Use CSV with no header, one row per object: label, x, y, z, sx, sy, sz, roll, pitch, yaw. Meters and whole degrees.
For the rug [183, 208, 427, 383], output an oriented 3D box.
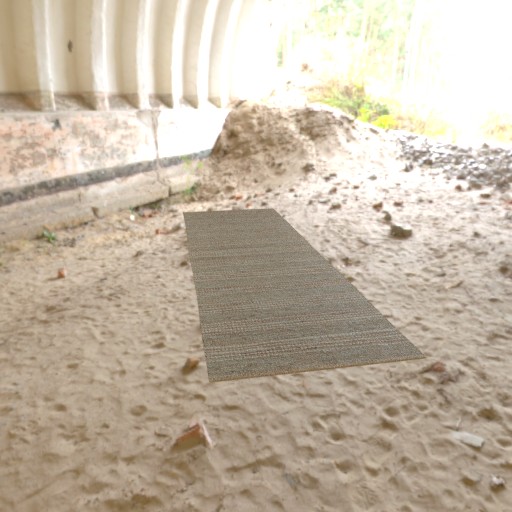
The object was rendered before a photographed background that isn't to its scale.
rug,0.000,0.000,2.643,0.783,0.006,2.438,-4,19,-10
